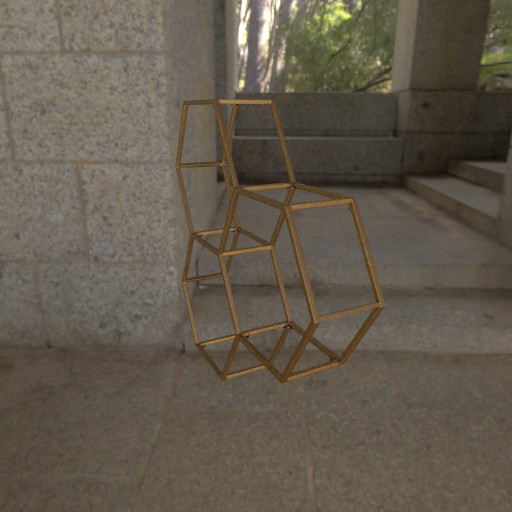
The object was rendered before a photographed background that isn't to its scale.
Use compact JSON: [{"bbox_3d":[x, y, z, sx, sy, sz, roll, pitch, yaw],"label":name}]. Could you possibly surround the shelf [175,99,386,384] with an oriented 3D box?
[{"bbox_3d":[0.000,0.000,1.049,0.150,0.701,0.708,-9,20,-26],"label":"shelf"}]
